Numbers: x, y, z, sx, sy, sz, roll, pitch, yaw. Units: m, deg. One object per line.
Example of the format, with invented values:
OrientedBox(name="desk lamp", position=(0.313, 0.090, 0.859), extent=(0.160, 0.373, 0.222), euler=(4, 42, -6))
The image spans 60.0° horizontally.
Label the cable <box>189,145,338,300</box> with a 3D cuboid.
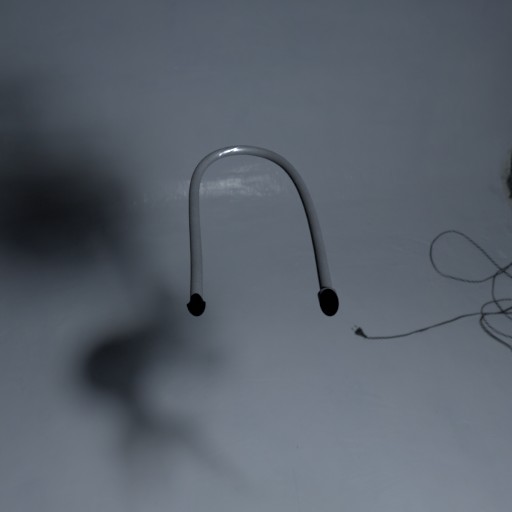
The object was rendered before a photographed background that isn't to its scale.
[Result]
OrientedBox(name="cable", position=(0.000, 0.000, 0.110), extent=(0.041, 0.005, 0.098), euler=(-4, 46, -4))
